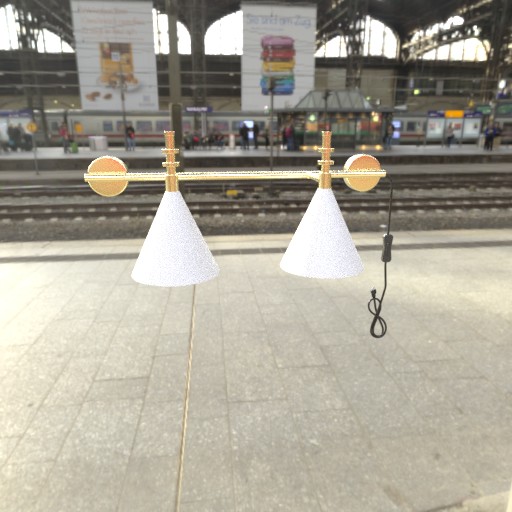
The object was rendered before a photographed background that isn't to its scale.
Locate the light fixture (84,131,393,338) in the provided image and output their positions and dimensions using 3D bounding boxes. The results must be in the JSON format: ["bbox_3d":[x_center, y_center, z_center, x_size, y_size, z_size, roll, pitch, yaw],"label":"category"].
[{"bbox_3d":[0.000,0.000,0.866,0.642,0.468,0.239,-2,16,-8],"label":"light fixture"}]
